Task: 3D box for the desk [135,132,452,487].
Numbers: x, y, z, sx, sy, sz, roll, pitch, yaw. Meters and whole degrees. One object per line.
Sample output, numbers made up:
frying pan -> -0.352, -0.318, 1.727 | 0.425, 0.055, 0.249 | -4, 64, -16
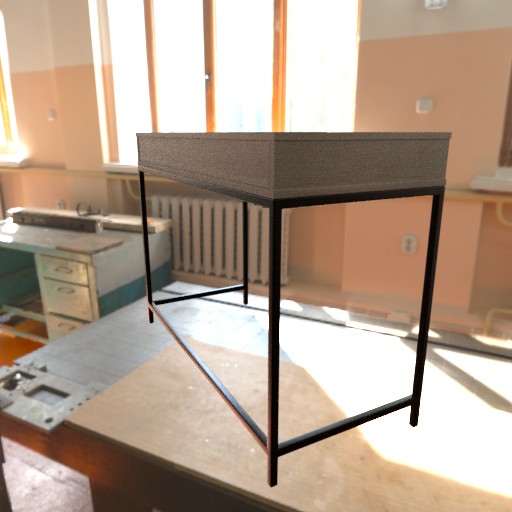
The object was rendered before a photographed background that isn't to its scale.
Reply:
desk -> 0.000, 0.000, 1.418 | 0.470, 0.762, 1.016 | -8, 17, -27
